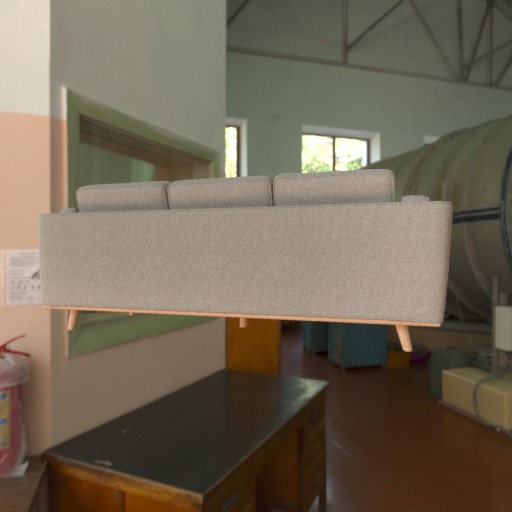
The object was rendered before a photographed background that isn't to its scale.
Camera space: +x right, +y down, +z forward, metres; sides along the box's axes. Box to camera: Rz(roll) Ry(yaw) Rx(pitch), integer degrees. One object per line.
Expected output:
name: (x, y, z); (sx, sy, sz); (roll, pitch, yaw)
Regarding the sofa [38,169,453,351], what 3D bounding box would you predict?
sofa: (0.000, 0.000, 3.147); (2.411, 0.929, 1.604); (0, 1, 17)
